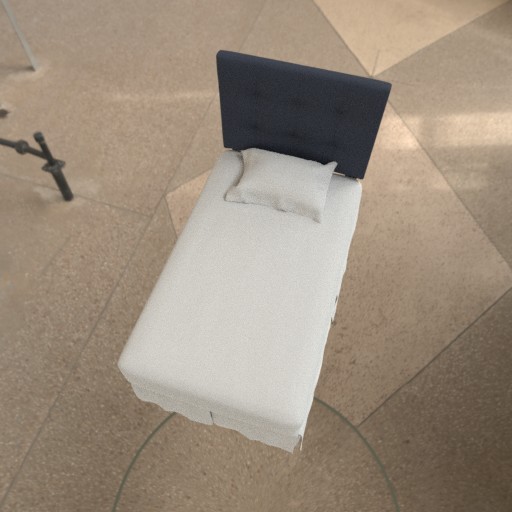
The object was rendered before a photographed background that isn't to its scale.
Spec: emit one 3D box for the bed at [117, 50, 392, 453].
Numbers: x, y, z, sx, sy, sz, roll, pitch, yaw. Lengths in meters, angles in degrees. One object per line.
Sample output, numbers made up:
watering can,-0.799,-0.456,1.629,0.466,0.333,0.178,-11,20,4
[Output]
bed,0.000,0.000,2.971,1.261,1.571,1.997,15,59,9
